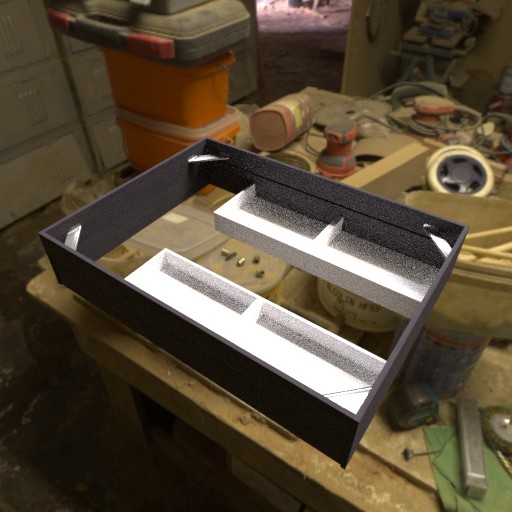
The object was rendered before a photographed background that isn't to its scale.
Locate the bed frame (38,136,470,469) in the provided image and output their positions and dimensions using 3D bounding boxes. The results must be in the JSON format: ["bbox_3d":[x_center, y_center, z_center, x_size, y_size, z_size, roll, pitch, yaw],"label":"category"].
[{"bbox_3d":[0.000,0.000,2.615,1.944,0.459,1.448,25,47,26],"label":"bed frame"}]
